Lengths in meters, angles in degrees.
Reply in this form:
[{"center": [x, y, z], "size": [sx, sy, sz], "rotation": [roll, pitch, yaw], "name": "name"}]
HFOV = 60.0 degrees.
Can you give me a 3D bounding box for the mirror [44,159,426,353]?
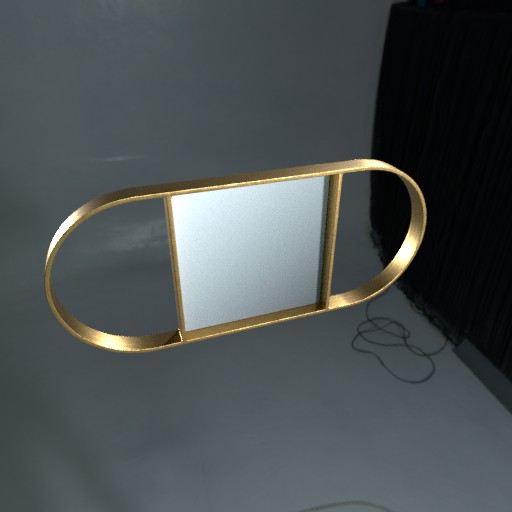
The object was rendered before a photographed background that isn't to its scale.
[{"center": [0.000, 0.000, 0.668], "size": [0.584, 0.254, 0.032], "rotation": [-10, 33, -16], "name": "mirror"}]
